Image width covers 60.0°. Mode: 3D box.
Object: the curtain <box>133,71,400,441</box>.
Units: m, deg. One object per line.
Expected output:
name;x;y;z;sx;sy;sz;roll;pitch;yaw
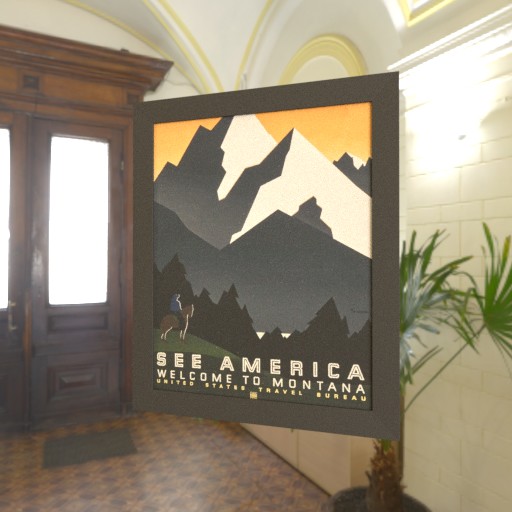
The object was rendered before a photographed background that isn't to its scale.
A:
curtain;0.000;0.000;0.785;0.483;0.585;0.027;0;0;17
